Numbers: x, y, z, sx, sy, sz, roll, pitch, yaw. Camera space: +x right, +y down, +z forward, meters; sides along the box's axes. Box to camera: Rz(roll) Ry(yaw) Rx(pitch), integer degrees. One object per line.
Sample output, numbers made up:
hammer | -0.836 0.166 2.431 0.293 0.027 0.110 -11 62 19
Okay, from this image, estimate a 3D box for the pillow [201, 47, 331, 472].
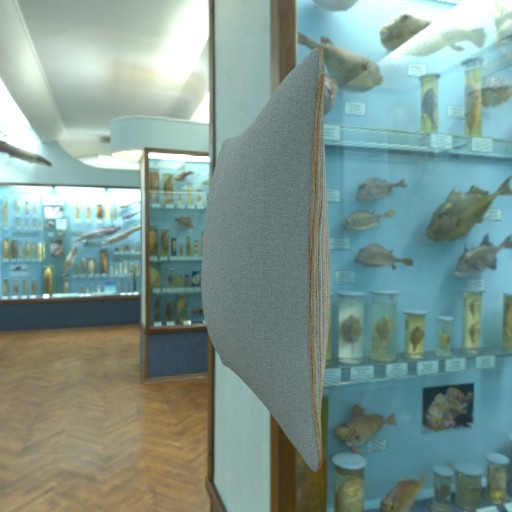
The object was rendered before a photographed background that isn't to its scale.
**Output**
pillow | 0.000 0.000 0.634 0.136 0.419 0.437 0 2 -17
